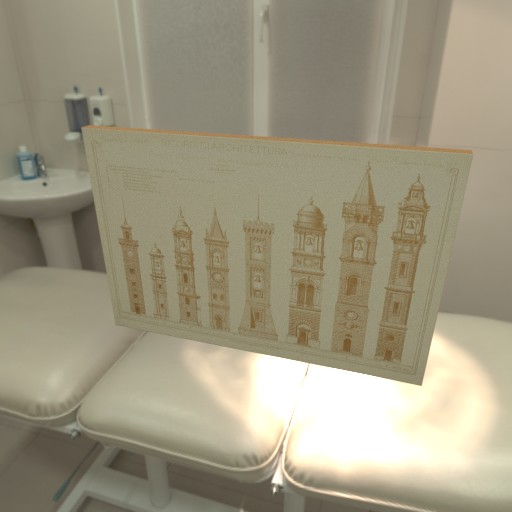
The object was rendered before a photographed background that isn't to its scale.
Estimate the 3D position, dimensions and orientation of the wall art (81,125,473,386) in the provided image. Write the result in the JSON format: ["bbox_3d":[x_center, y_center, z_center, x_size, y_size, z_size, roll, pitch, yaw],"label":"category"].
[{"bbox_3d":[0.000,0.000,1.153,0.915,0.608,0.033,8,28,15],"label":"wall art"}]
